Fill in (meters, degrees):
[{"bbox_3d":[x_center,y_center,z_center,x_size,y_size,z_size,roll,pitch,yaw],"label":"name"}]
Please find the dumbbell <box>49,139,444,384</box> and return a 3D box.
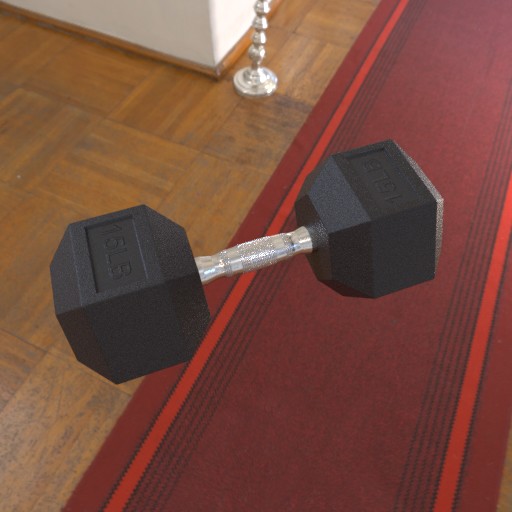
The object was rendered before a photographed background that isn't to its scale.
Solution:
[{"bbox_3d":[0.000,0.000,0.329,0.271,0.106,0.122,-17,59,-10],"label":"dumbbell"}]
